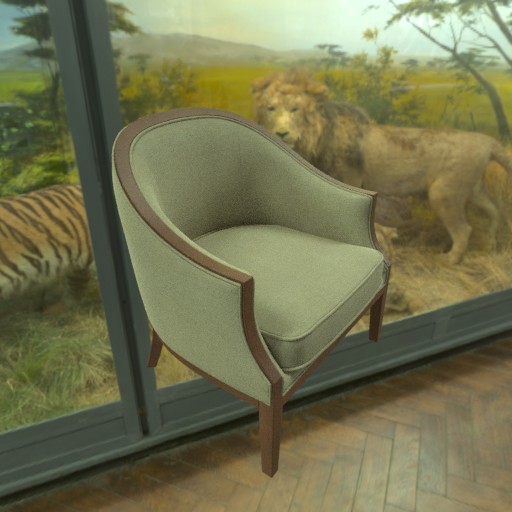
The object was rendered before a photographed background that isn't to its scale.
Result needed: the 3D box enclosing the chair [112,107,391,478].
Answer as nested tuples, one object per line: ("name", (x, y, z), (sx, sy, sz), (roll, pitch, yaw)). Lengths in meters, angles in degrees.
("chair", (0.000, 0.000, 1.485), (0.735, 0.876, 0.803), (18, 32, 32))
